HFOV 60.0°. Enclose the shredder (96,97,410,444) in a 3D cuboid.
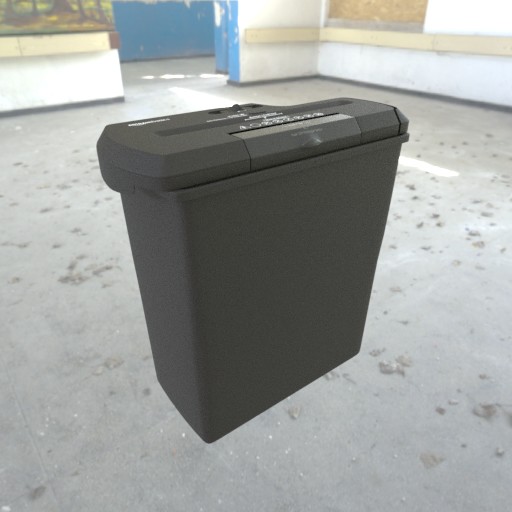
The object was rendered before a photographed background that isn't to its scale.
[{"bbox_3d":[0.000,0.000,0.521,0.320,0.335,0.170,-21,36,-31],"label":"shredder"}]
